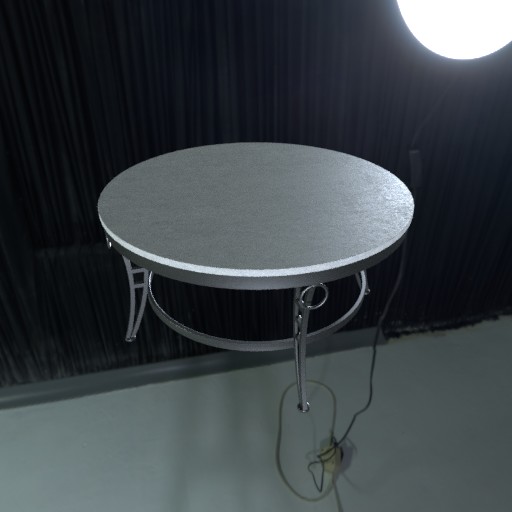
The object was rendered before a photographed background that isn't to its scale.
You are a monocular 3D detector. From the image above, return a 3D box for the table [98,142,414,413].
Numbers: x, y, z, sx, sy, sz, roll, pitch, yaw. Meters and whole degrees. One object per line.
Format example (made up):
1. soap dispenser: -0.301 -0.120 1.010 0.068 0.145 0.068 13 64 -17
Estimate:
1. table: 0.000 0.000 1.424 0.889 0.470 0.889 0 31 0
